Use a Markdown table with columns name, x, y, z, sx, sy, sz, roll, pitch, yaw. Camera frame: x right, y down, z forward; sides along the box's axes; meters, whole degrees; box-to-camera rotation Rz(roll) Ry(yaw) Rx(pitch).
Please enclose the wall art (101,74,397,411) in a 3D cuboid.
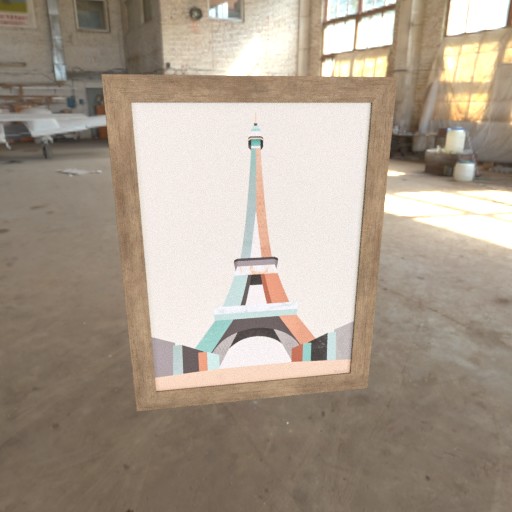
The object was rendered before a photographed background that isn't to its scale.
| name | x | y | z | sx | sy | sz | roll | pitch | yaw |
| --- | --- | --- | --- | --- | --- | --- | --- | --- | --- |
| wall art | 0.000 | 0.000 | 0.910 | 0.534 | 0.686 | 0.018 | -3 | 19 | -9 |
